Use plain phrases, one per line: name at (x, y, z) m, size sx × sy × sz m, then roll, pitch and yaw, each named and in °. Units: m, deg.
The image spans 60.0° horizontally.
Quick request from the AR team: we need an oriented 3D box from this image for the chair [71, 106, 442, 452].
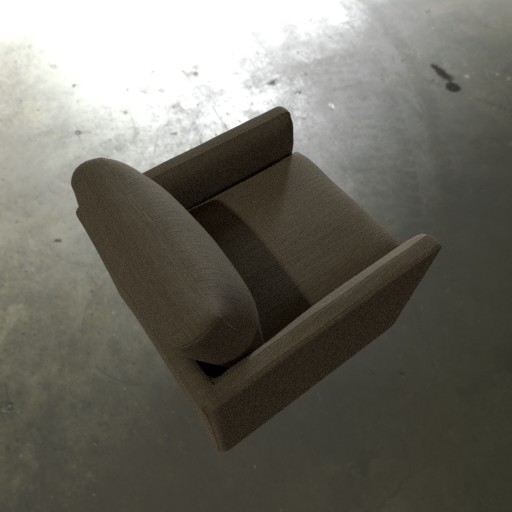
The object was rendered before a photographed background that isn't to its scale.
chair at (0.000, 0.000, 1.453) m, size 0.834 × 0.811 × 0.763 m, roll -31°, pitch 62°, yaw -19°
